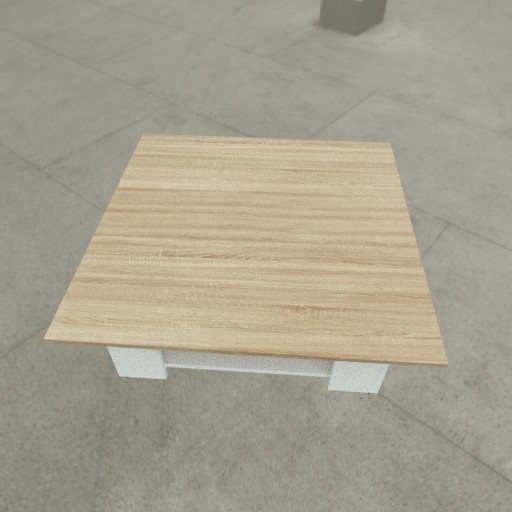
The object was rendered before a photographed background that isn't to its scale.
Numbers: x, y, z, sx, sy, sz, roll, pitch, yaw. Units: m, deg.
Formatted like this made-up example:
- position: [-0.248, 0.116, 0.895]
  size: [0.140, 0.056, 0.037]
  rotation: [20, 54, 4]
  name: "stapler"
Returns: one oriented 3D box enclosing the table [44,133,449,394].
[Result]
- position: [0.000, 0.000, 1.388]
  size: [0.890, 0.305, 0.890]
  rotation: [3, 46, 3]
  name: "table"
